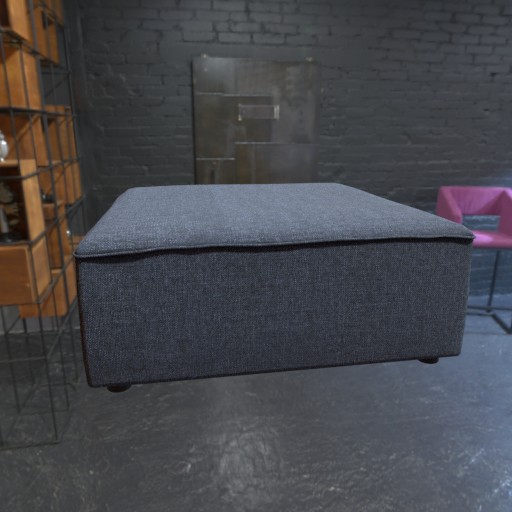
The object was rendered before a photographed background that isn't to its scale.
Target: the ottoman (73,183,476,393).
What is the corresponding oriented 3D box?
[{"bbox_3d":[0.000,0.000,1.574,1.017,0.423,1.023,-2,16,-9],"label":"ottoman"}]
